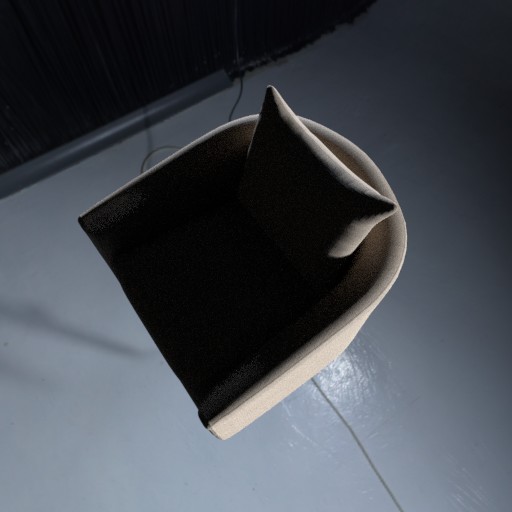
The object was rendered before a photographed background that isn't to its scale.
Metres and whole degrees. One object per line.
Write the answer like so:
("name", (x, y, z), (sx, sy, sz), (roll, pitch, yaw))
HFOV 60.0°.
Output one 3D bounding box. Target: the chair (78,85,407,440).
("chair", (0.000, 0.000, 1.585), (0.910, 0.848, 0.845), (-32, 67, -15))
